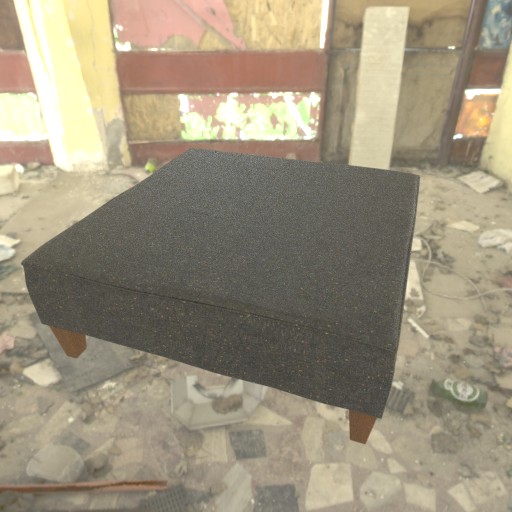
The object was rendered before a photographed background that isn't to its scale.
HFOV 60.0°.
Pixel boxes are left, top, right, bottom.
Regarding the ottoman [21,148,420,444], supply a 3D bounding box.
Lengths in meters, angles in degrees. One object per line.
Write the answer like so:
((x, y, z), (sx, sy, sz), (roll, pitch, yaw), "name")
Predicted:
((0.000, 0.000, 1.501), (0.968, 0.382, 1.004), (11, 33, 17), "ottoman")
